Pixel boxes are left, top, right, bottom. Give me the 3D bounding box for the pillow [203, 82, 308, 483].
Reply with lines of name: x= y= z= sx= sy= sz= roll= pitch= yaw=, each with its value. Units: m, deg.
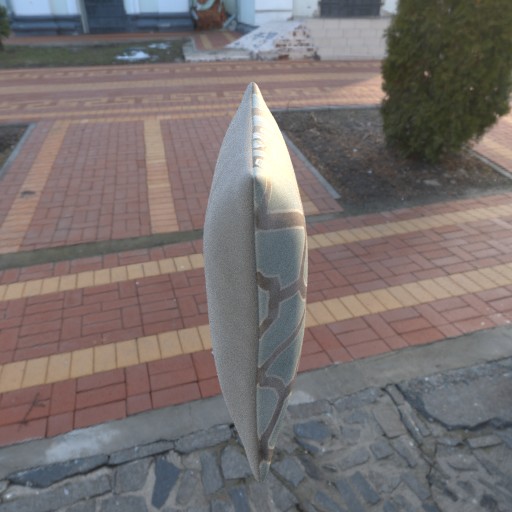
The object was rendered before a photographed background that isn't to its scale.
pillow: x=0.000 y=0.000 z=0.804 sx=0.166 sy=0.508 sz=0.552 roll=0 pitch=31 yaw=0
